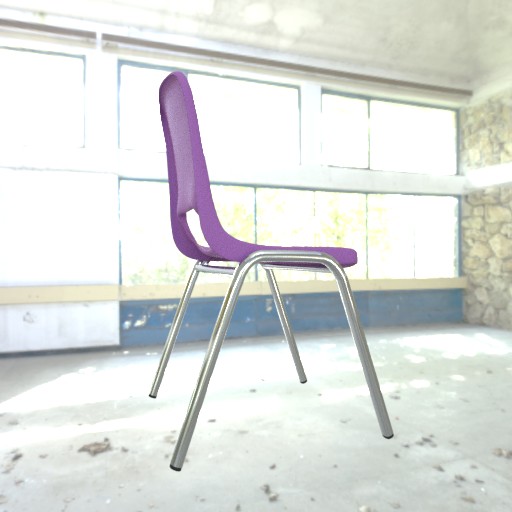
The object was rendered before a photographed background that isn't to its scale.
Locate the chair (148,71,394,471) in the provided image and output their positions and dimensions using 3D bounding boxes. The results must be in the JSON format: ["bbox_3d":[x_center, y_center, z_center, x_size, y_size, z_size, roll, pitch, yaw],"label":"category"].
[{"bbox_3d":[0.000,0.000,0.687,0.301,0.493,0.291,0,0,-19],"label":"chair"}]
